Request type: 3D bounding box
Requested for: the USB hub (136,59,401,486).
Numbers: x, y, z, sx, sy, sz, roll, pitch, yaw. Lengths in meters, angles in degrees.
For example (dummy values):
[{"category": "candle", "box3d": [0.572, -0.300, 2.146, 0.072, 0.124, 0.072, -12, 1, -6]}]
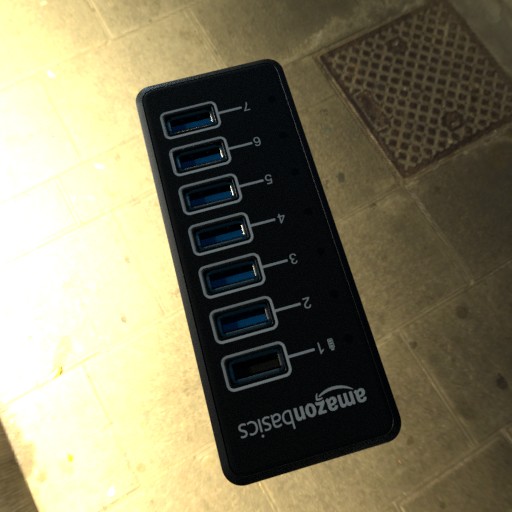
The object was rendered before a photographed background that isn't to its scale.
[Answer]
[{"category": "USB hub", "box3d": [0.000, 0.000, 0.127, 0.044, 0.023, 0.110, -15, 76, -4]}]
